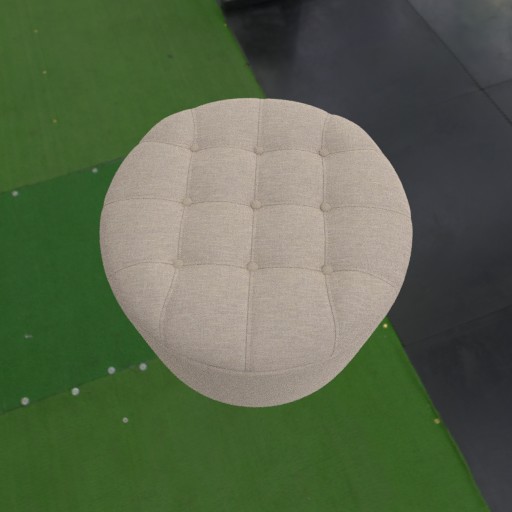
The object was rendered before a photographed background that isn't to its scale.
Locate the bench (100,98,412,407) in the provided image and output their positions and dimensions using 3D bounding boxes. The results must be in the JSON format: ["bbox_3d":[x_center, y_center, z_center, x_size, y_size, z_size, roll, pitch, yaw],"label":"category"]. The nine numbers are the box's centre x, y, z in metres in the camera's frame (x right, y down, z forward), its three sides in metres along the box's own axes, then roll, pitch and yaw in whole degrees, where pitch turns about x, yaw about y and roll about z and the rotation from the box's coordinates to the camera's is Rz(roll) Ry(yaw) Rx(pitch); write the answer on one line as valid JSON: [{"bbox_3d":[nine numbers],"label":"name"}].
[{"bbox_3d":[0.000,0.000,1.001,0.600,0.454,0.600,0,63,0],"label":"bench"}]
